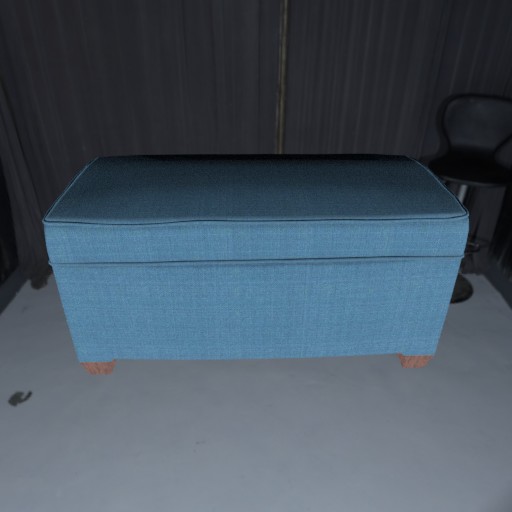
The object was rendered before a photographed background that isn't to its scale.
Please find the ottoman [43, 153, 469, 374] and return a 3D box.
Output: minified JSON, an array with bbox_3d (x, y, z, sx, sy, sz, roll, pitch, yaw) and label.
[{"bbox_3d":[0.000,0.000,1.230,0.943,0.474,0.474,-1,31,-1],"label":"ottoman"}]
